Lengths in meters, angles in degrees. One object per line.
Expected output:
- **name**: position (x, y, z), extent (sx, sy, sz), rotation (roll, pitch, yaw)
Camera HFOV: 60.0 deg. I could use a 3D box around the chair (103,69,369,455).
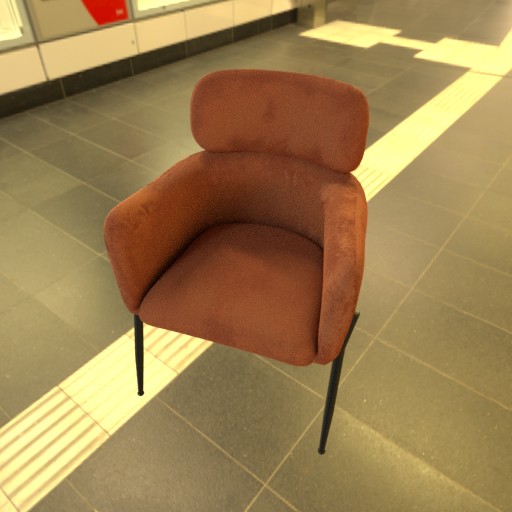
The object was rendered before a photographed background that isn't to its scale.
- **chair**: position (0.000, 0.000, 1.127), extent (0.561, 0.772, 0.523), rotation (12, 41, 14)
